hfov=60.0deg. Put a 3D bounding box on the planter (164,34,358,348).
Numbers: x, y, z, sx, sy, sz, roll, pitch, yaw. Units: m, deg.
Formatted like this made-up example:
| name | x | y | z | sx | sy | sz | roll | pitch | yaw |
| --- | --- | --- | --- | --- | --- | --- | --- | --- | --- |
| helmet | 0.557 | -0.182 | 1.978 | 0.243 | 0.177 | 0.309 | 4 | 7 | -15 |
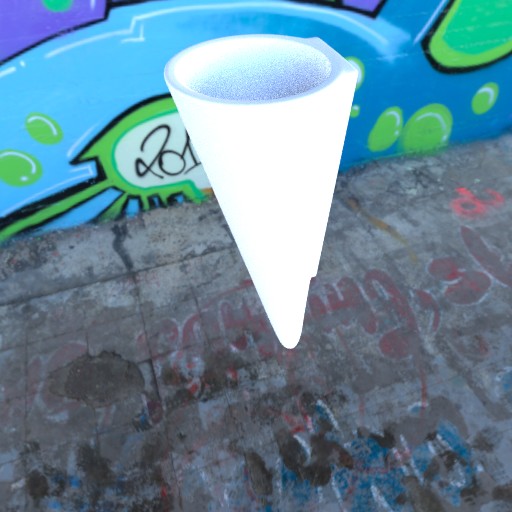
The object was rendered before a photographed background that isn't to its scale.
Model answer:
| name | x | y | z | sx | sy | sz | roll | pitch | yaw |
| --- | --- | --- | --- | --- | --- | --- | --- | --- | --- |
| planter | 0.000 | 0.000 | 0.224 | 0.064 | 0.193 | 0.057 | -15 | 48 | -14 |
